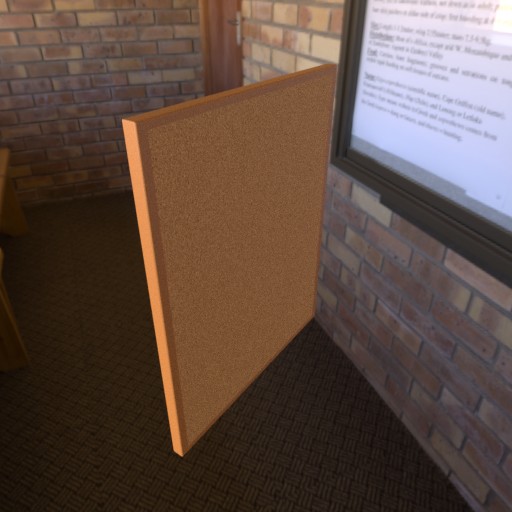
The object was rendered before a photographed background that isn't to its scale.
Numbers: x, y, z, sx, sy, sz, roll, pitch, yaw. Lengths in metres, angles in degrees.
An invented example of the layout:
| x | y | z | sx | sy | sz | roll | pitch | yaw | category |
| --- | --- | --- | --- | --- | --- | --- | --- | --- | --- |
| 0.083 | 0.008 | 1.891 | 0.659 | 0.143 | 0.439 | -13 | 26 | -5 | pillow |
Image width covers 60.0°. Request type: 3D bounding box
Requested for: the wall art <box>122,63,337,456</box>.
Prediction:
| x | y | z | sx | sy | sz | roll | pitch | yaw | category |
| --- | --- | --- | --- | --- | --- | --- | --- | --- | --- |
| 0.000 | 0.000 | 0.517 | 0.015 | 0.379 | 0.310 | 20 | 37 | 30 | wall art |
